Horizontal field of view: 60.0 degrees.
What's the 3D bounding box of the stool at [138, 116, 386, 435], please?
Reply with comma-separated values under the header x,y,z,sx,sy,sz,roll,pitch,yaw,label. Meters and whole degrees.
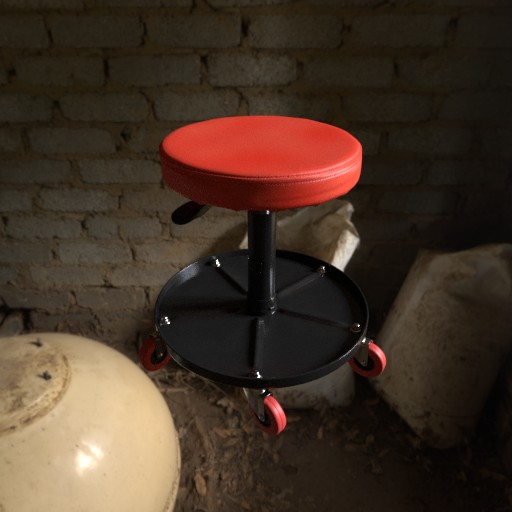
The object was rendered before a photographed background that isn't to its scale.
x,y,z,sx,sy,sz,roll,pitch,yaw,label
0.000,0.000,0.687,0.382,0.365,0.381,-21,37,-31,stool
